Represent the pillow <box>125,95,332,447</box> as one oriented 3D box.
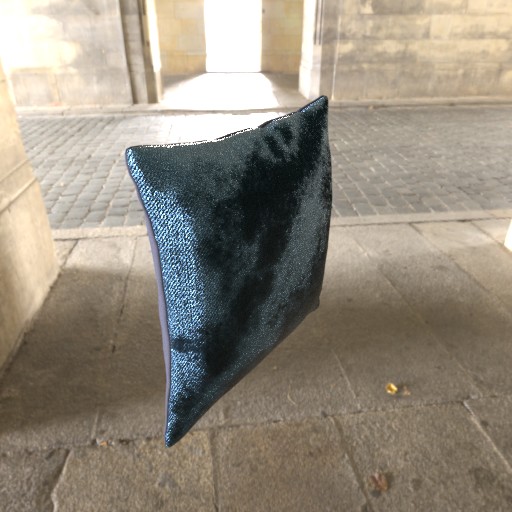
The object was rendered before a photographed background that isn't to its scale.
[{"bbox_3d":[0.000,0.000,0.686,0.138,0.430,0.436,19,33,32],"label":"pillow"}]
